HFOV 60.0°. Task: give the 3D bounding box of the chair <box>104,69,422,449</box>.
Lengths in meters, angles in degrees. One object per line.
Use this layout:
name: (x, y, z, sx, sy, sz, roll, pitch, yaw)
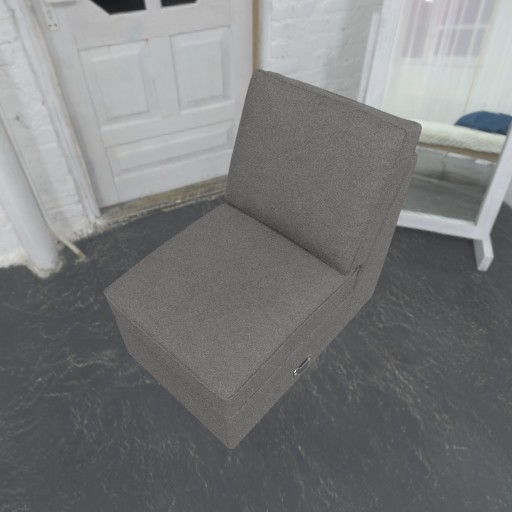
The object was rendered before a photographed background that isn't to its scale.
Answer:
chair: (0.000, 0.000, 1.581, 0.621, 0.970, 0.938, 33, 56, 27)
